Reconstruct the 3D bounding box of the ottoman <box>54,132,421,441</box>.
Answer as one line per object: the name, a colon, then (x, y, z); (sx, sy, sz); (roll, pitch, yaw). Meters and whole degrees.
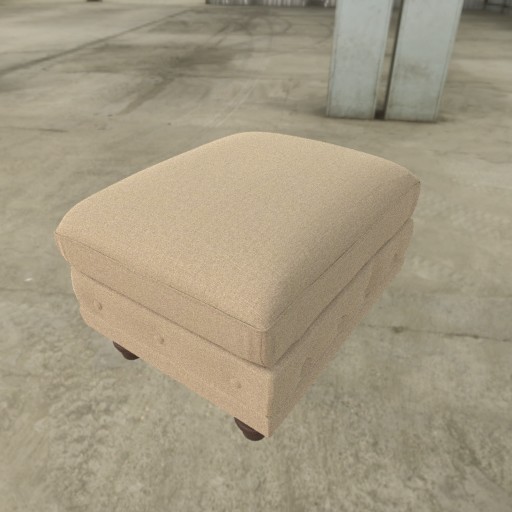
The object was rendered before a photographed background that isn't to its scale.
ottoman: (0.000, 0.000, 1.054); (0.541, 0.463, 0.684); (22, 39, 30)
